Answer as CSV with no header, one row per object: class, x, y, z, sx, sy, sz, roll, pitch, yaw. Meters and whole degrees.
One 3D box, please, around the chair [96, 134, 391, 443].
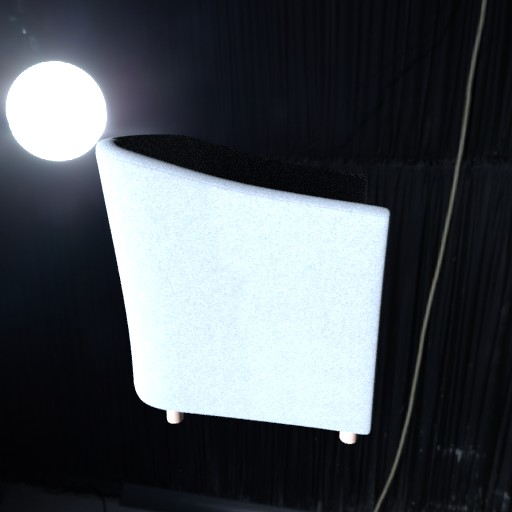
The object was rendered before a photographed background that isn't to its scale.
chair,0.000,0.000,1.361,0.700,0.720,0.790,3,16,10
